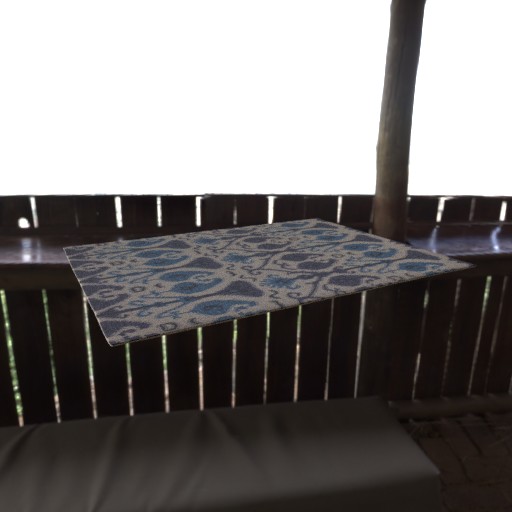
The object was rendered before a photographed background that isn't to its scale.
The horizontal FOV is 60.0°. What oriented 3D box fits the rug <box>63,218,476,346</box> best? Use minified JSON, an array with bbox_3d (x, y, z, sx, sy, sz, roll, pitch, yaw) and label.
[{"bbox_3d":[0.000,0.000,4.295,3.228,0.024,2.443,-9,18,-27],"label":"rug"}]
